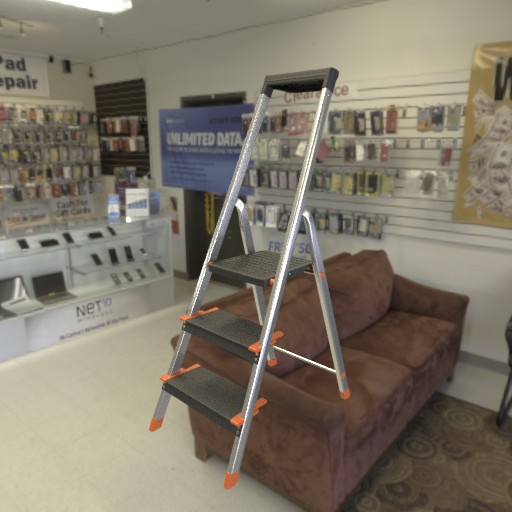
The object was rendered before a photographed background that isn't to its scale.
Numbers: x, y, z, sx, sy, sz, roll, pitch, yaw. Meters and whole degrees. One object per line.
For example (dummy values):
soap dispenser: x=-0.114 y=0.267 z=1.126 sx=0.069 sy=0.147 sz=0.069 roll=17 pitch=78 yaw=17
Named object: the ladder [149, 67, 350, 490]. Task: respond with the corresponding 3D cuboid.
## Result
ladder: x=0.000 y=0.000 z=1.533 sx=0.416 sy=1.229 sz=0.686 roll=13 pitch=20 yaw=41
